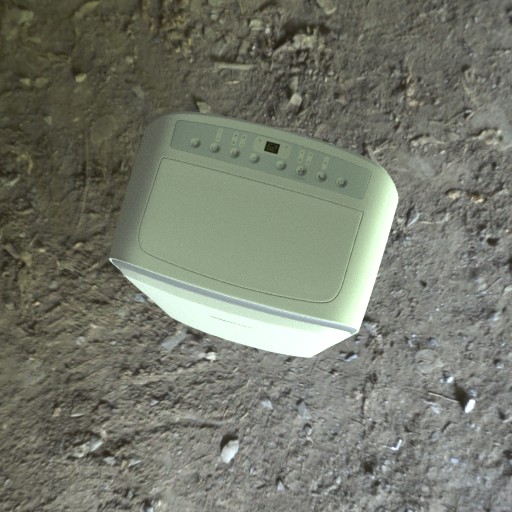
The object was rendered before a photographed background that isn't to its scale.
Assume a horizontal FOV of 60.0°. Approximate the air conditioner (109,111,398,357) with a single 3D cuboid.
[{"bbox_3d":[0.000,0.000,0.982,0.454,0.700,0.365,16,77,4],"label":"air conditioner"}]
